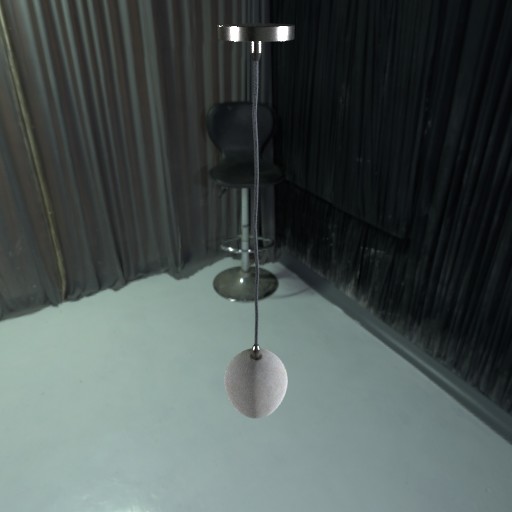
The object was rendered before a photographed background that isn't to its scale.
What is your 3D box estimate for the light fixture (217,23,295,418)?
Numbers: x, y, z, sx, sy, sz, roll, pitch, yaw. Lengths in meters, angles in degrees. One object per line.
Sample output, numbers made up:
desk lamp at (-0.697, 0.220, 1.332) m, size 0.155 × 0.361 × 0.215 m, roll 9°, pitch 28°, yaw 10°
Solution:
light fixture at (0.000, 0.000, 0.826) m, size 0.139 × 0.764 × 0.139 m, roll -19°, pitch 35°, yaw -30°
